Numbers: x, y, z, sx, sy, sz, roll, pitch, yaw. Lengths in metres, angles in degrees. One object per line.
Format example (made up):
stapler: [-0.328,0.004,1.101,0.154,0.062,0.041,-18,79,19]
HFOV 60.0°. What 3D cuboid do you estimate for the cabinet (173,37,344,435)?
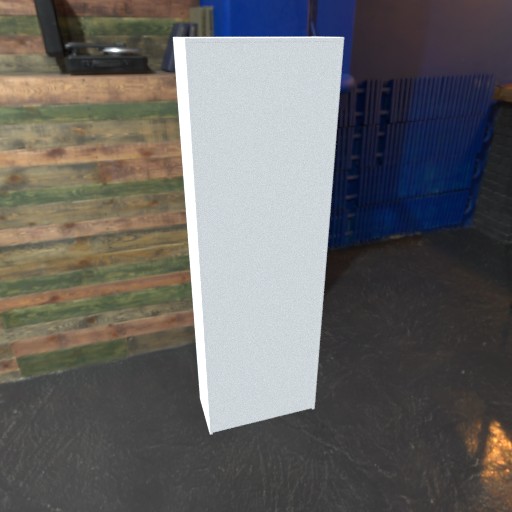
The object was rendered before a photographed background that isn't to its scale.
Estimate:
cabinet: [0.000,0.000,1.841,0.520,1.630,0.255,-8,28,-16]
